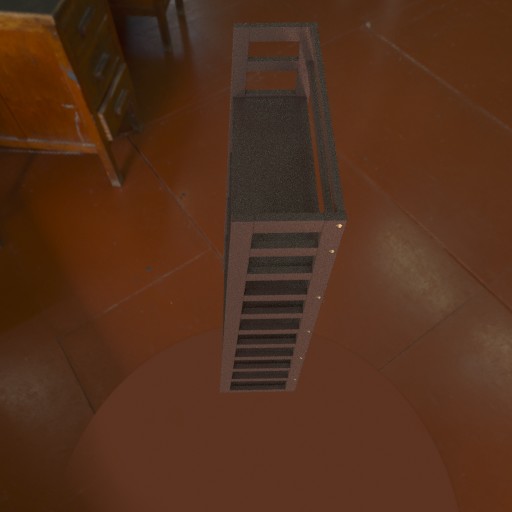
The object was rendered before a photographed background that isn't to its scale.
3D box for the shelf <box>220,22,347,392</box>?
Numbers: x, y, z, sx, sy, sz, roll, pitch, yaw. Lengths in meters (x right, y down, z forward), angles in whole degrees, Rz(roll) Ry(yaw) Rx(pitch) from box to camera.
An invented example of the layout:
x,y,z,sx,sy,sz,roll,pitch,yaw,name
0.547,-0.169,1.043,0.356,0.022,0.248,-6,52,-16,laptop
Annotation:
x,y,z,sx,sy,sz,roll,pitch,yaw,name
0.000,0.000,1.891,0.403,1.600,0.763,-1,60,-1,shelf
